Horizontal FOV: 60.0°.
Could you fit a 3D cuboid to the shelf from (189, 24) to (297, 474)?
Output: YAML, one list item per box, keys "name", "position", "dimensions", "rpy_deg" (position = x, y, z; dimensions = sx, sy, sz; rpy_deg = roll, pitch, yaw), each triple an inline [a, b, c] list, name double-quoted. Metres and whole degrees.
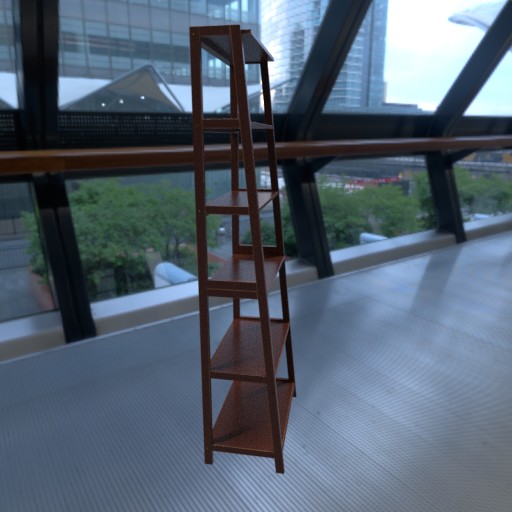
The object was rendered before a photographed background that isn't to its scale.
- name: "shelf"
  position: [0.000, 0.000, 2.146]
  dimensions: [0.381, 1.892, 0.660]
  rpy_deg: [3, 15, 10]
